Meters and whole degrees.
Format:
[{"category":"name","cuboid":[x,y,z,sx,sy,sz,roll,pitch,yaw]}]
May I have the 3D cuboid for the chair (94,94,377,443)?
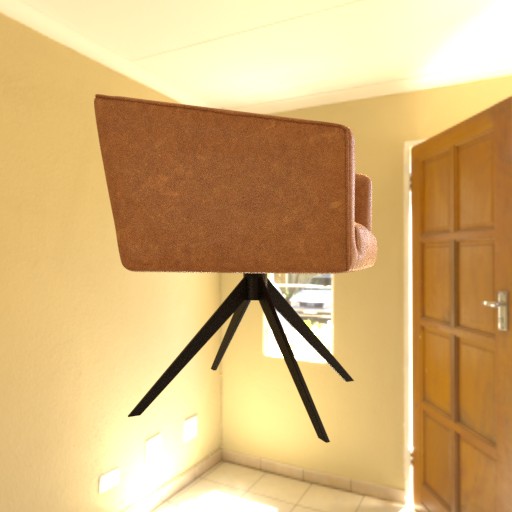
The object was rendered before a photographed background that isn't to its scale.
[{"category":"chair","cuboid":[0.000,0.000,1.205,0.625,0.760,0.588,0,-1,18]}]
